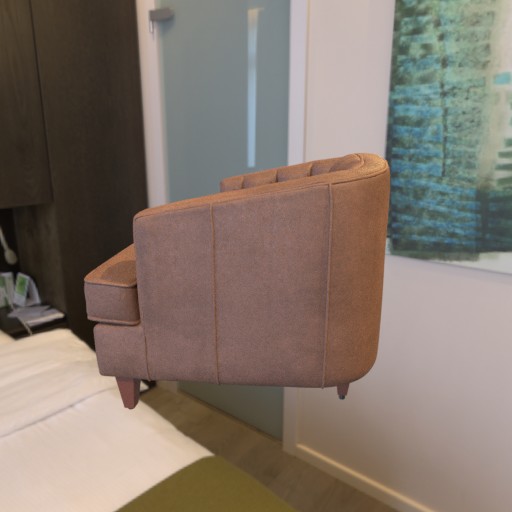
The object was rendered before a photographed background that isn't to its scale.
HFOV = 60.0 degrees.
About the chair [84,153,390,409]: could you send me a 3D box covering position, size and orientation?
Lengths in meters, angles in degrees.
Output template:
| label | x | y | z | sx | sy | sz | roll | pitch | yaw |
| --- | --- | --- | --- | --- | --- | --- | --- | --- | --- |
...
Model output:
| label | x | y | z | sx | sy | sz | roll | pitch | yaw |
| --- | --- | --- | --- | --- | --- | --- | --- | --- | --- |
| chair | 0.000 | 0.000 | 1.739 | 0.914 | 0.787 | 1.118 | 2 | 15 | 9 |
